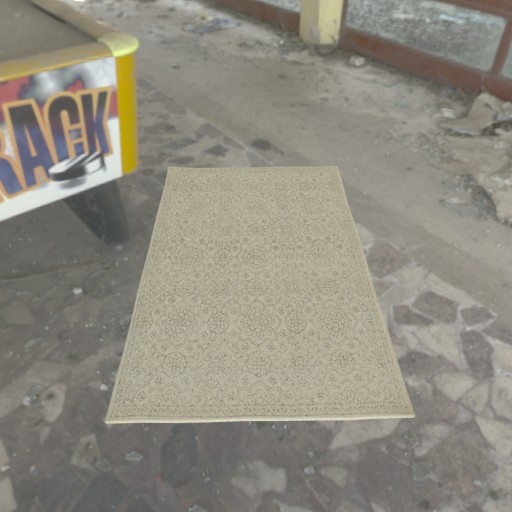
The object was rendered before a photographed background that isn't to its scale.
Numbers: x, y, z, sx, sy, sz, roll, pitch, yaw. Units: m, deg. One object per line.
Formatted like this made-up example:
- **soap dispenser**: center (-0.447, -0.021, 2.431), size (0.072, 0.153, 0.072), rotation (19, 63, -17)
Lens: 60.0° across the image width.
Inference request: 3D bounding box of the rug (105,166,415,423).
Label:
- **rug**: center (0.000, 0.000, 2.455), size (1.214, 0.023, 1.947), rotation (-1, 41, -1)
